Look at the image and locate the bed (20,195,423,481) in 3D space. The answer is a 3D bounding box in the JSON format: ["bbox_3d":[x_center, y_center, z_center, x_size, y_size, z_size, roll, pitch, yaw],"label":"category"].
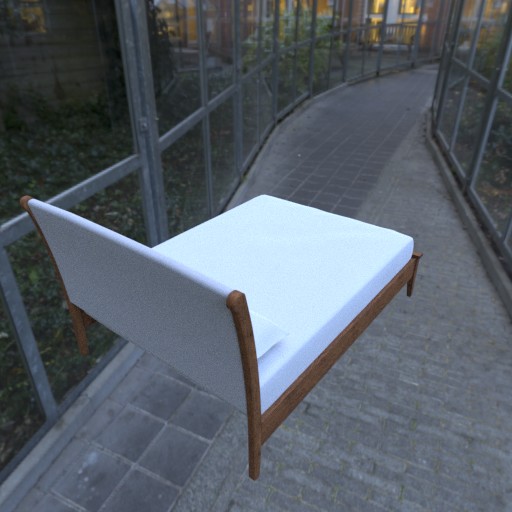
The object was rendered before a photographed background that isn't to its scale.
[{"bbox_3d":[0.000,0.000,2.881,1.502,1.135,2.108,21,36,32],"label":"bed"}]
